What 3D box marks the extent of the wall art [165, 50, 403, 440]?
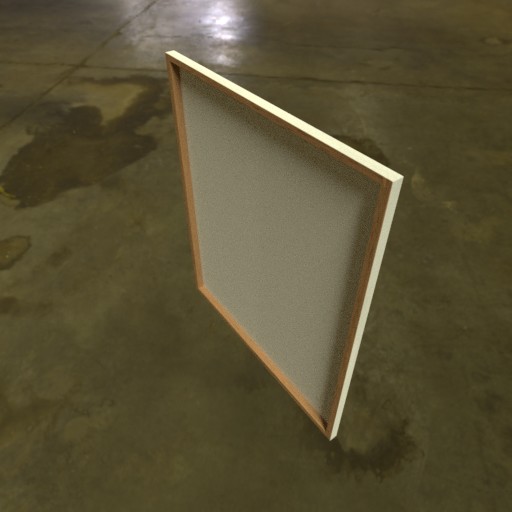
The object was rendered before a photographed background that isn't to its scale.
[{"bbox_3d":[0.000,0.000,0.983,0.021,0.710,0.609,-26,48,-26],"label":"wall art"}]
